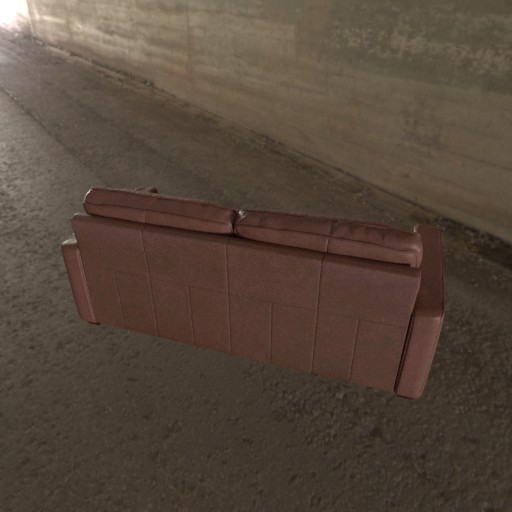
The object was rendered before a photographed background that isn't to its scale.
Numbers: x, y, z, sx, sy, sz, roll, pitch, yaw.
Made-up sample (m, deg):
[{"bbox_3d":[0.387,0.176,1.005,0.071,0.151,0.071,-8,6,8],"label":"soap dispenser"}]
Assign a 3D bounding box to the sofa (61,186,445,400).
[{"bbox_3d":[0.000,0.000,2.663,2.080,0.919,0.940,10,33,15],"label":"sofa"}]
